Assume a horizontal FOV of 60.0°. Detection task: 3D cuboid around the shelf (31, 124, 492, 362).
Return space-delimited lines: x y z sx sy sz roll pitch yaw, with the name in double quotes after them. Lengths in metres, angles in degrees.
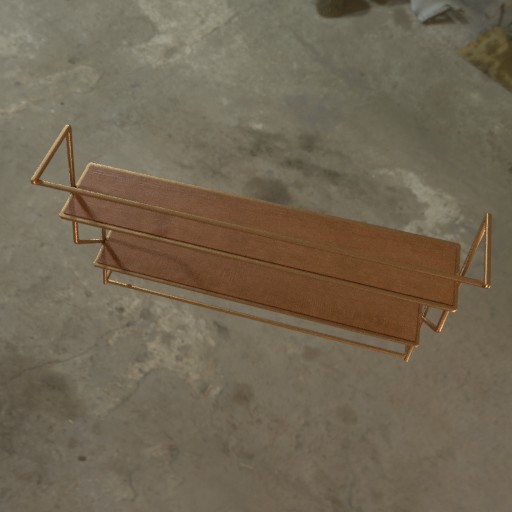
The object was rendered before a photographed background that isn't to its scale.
0.000 0.000 0.995 0.822 0.450 0.150 13 62 7 "shelf"
